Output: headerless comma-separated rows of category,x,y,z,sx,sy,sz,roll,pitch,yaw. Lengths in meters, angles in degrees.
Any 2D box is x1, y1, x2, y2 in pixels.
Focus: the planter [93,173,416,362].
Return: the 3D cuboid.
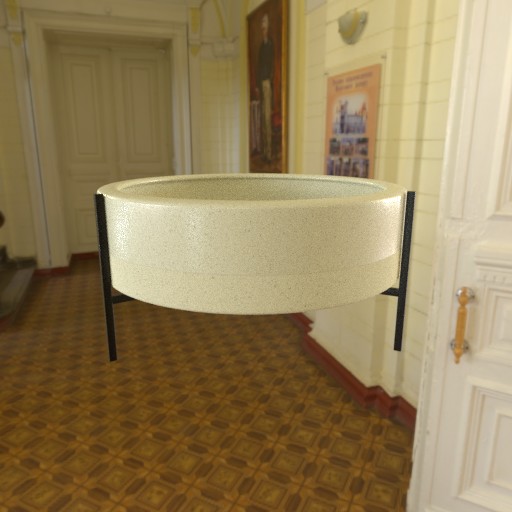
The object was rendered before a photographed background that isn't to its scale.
planter,0.000,0.000,0.524,0.345,0.171,0.336,7,16,25
